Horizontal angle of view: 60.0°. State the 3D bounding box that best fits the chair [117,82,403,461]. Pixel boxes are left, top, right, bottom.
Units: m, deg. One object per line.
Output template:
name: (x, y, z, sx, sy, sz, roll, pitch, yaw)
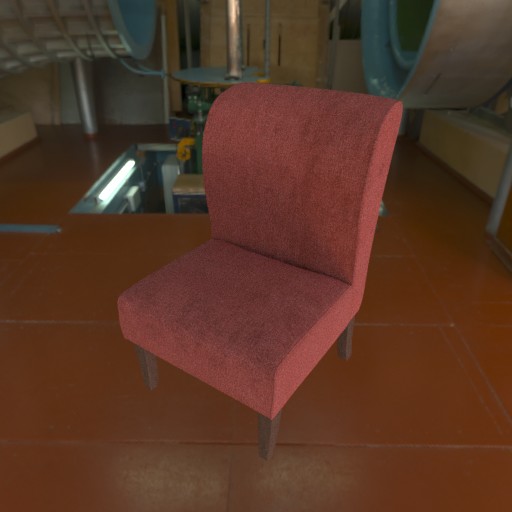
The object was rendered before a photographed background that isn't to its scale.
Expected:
chair: (0.000, 0.000, 1.286, 0.538, 0.846, 0.640, 19, 35, 30)
